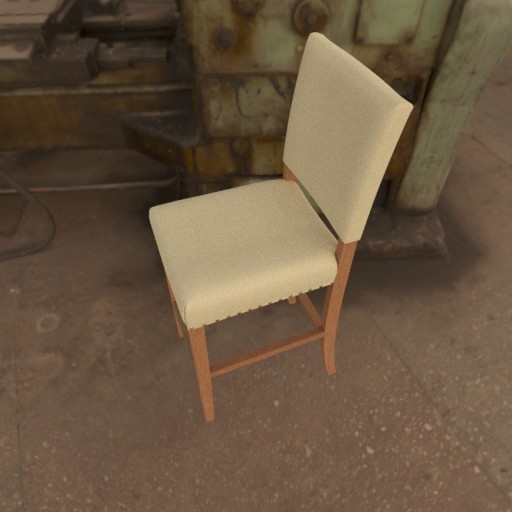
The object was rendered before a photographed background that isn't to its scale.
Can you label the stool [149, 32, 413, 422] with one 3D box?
[{"bbox_3d":[0.000,0.000,1.436,0.584,1.168,0.445,-16,49,-14],"label":"stool"}]
